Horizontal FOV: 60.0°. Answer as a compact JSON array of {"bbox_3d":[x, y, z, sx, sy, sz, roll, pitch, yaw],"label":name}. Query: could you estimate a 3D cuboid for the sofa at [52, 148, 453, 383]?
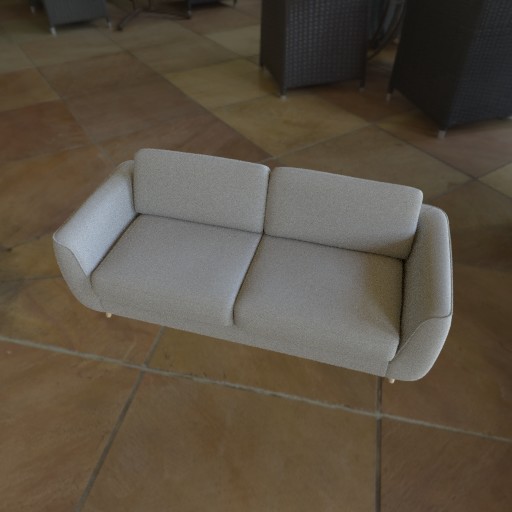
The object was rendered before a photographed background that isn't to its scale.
[{"bbox_3d":[0.000,0.000,2.487,2.000,0.850,0.920,11,43,12],"label":"sofa"}]
